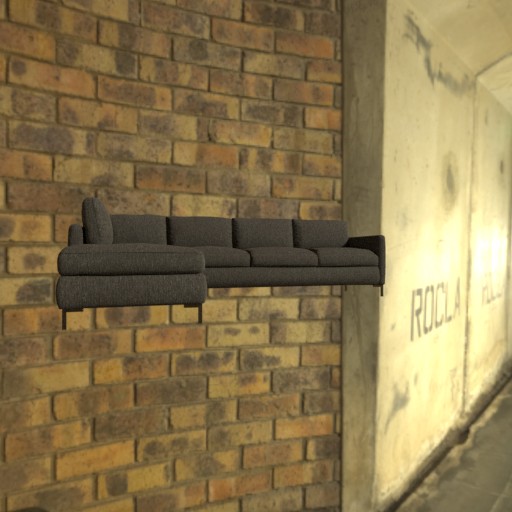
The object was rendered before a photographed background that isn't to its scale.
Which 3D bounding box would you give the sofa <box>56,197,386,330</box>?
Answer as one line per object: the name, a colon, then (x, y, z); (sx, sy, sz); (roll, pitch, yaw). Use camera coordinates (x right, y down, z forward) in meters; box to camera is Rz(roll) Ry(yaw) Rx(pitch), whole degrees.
sofa: (0.000, 0.000, 3.787); (2.949, 0.815, 2.007); (0, 0, -19)
